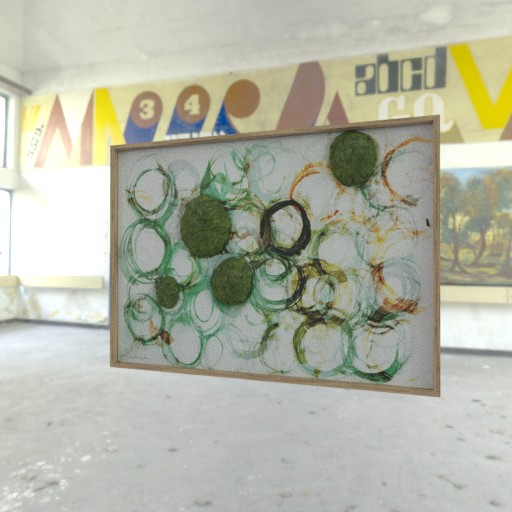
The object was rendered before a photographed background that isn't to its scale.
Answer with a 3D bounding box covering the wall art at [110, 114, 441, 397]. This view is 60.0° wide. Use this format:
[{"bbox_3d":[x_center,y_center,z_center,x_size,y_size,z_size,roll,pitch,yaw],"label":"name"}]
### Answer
[{"bbox_3d":[0.000,0.000,1.095,0.841,0.609,0.063,0,0,18],"label":"wall art"}]
